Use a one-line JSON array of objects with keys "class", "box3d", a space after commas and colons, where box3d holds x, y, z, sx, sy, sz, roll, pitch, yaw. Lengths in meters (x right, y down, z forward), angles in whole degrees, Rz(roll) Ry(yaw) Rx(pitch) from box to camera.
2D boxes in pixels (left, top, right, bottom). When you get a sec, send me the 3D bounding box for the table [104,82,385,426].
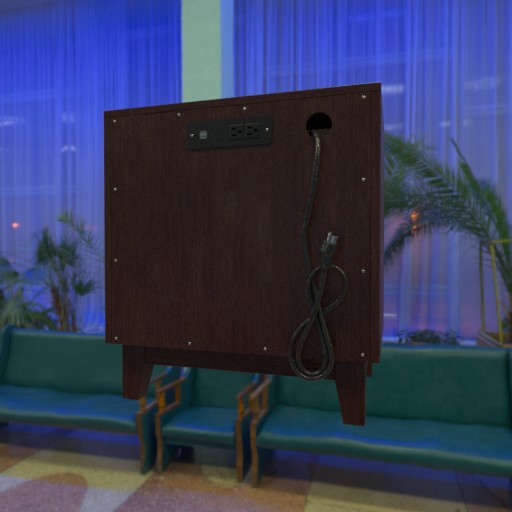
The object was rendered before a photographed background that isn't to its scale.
[{"class": "table", "box3d": [0.000, 0.000, 1.018, 0.557, 0.609, 0.449, 0, 1, 17]}]
